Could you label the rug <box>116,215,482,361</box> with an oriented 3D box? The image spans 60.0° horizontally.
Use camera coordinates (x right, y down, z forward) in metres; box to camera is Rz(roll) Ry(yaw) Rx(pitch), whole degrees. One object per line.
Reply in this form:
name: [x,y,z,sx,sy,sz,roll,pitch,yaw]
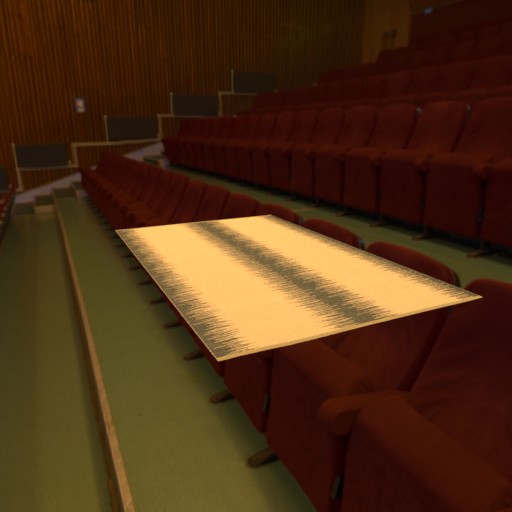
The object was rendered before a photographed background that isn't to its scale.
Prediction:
rug: [0.000,0.000,3.106,1.519,0.003,2.453,-8,19,-25]
